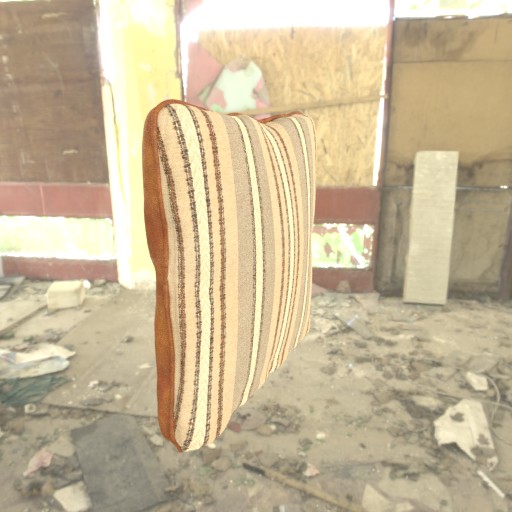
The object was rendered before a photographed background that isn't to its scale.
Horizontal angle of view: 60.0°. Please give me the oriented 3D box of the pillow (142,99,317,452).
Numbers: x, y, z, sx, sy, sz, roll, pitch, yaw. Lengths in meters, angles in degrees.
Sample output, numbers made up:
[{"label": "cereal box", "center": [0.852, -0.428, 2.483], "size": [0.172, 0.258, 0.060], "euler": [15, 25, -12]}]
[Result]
[{"label": "pillow", "center": [0.000, 0.000, 0.765], "size": [0.130, 0.490, 0.489], "euler": [8, 18, 26]}]
